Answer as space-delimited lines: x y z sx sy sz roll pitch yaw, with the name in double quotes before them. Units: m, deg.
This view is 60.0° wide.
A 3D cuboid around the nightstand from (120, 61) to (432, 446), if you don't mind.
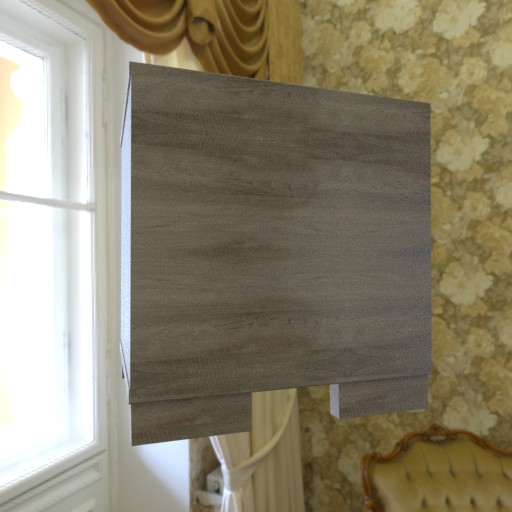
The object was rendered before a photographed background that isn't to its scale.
"nightstand" 0.000 0.000 0.743 0.427 0.448 0.347 0 -1 -19
